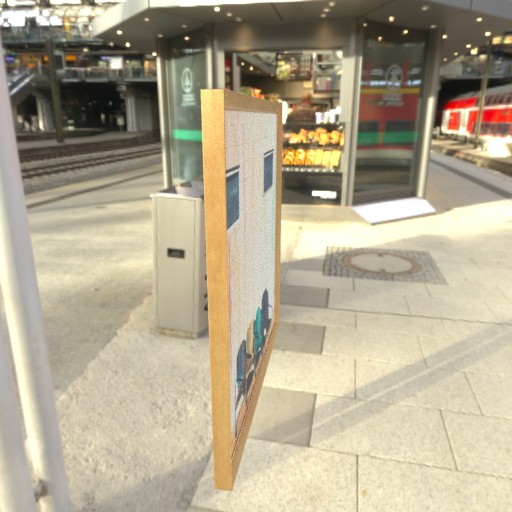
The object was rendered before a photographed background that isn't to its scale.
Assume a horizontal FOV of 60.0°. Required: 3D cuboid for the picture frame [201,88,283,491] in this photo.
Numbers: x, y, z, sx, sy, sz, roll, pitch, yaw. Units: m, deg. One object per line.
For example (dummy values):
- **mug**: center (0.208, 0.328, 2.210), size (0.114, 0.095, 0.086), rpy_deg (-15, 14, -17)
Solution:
- **picture frame**: center (0.000, 0.000, 1.140), size (0.037, 0.761, 0.758), rpy_deg (3, 17, 10)
